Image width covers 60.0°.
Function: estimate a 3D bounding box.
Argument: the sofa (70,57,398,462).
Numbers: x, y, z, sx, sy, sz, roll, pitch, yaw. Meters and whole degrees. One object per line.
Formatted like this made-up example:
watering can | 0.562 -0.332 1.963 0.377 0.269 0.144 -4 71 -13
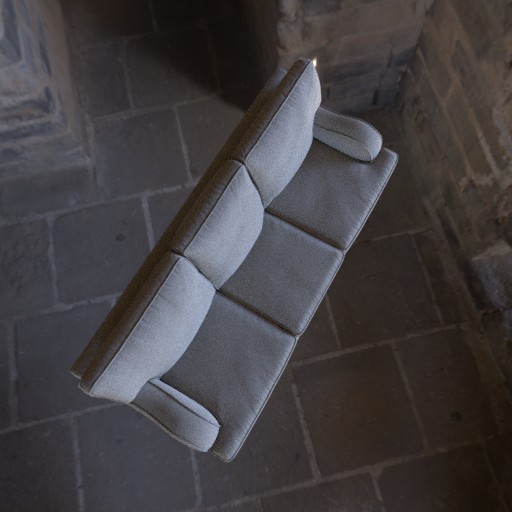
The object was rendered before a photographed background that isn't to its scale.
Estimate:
sofa | 0.000 0.000 2.856 1.016 0.997 2.323 29 76 8
